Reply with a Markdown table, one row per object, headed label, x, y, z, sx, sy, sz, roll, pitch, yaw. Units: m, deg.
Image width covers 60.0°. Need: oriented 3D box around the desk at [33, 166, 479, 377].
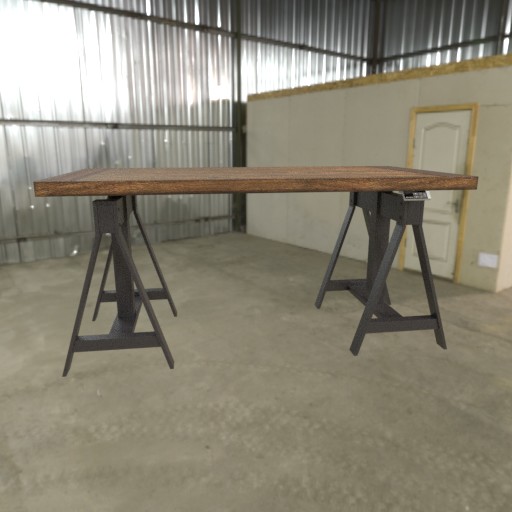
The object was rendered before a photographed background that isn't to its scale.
| label | x | y | z | sx | sy | sz | roll | pitch | yaw |
| --- | --- | --- | --- | --- | --- | --- | --- | --- | --- |
| desk | 0.000 | 0.000 | 1.944 | 1.543 | 0.725 | 0.784 | -2 | 14 | -8 |
